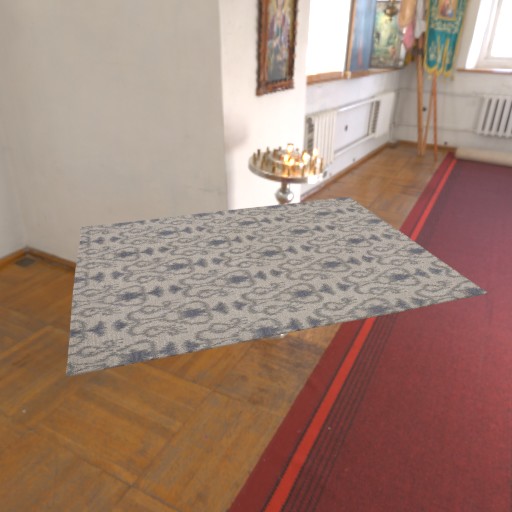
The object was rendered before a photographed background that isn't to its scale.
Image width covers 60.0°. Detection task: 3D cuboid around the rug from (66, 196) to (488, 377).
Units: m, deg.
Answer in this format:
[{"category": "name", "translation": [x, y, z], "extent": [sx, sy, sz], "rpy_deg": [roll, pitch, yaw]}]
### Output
[{"category": "rug", "translation": [0.000, 0.000, 2.930], "extent": [2.261, 0.013, 1.676], "rpy_deg": [-8, 29, -15]}]
